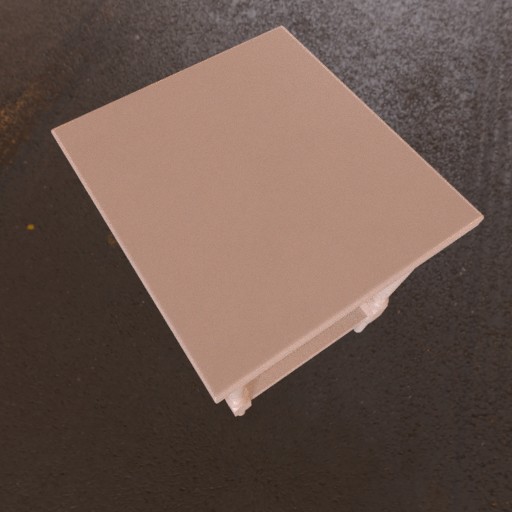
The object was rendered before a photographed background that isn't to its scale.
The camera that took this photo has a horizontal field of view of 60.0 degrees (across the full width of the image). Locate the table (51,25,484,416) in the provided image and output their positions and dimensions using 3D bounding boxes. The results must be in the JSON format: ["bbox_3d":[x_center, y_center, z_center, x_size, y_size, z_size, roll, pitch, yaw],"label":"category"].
[{"bbox_3d":[0.000,0.000,0.903,0.442,0.565,0.488,-31,67,-14],"label":"table"}]
